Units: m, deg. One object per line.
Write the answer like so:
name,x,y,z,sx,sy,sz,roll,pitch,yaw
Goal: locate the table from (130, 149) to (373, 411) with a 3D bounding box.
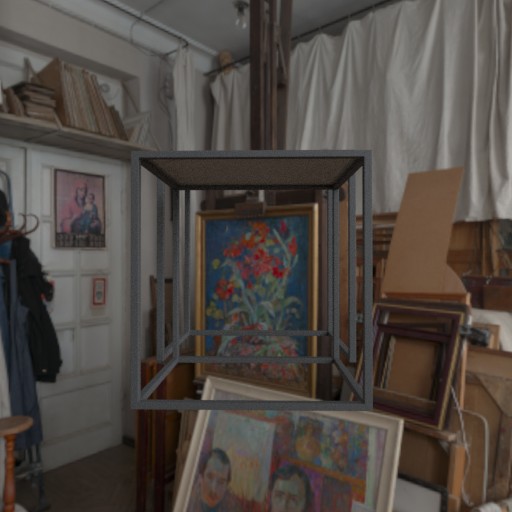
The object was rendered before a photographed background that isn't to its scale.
table,0.000,0.000,1.145,0.508,0.540,0.788,0,0,1
